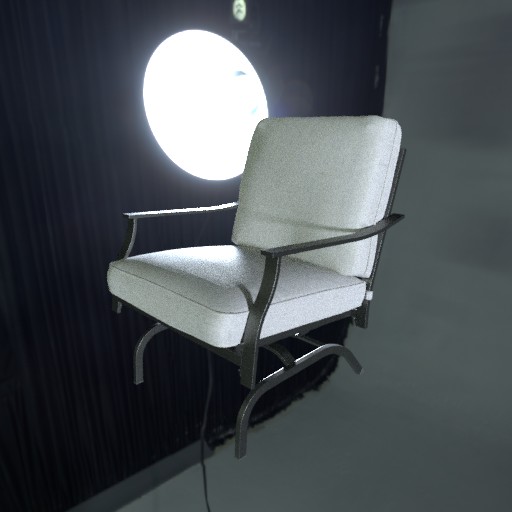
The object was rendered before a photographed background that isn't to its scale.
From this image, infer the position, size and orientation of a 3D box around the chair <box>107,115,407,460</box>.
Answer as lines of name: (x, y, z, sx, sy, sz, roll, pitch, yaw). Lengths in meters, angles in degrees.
chair: (0.000, 0.000, 1.420, 0.650, 0.860, 0.787, 16, 22, 42)
